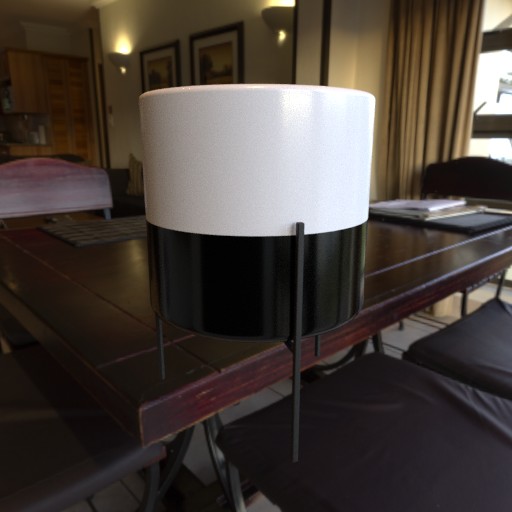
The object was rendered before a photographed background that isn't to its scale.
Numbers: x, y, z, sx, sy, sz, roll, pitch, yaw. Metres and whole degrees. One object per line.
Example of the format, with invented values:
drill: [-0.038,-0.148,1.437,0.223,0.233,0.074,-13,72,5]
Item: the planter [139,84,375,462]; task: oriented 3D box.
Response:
planter: [0.000,0.000,0.638,0.310,0.432,0.310,8,17,28]
